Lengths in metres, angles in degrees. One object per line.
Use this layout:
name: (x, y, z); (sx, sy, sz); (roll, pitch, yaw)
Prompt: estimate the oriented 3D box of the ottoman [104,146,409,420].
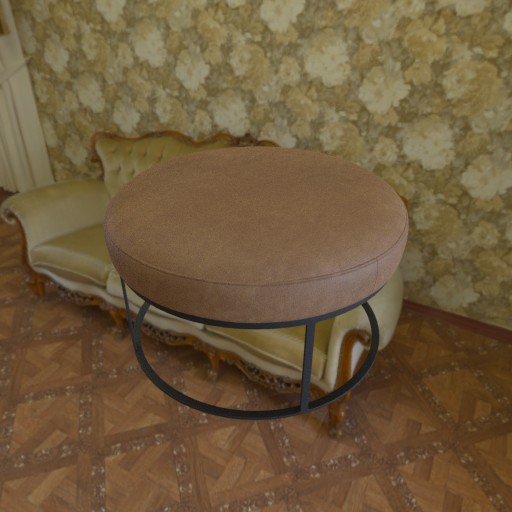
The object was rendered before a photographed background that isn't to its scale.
ottoman: (0.000, 0.000, 1.242); (0.771, 0.460, 0.771); (0, 31, 0)
